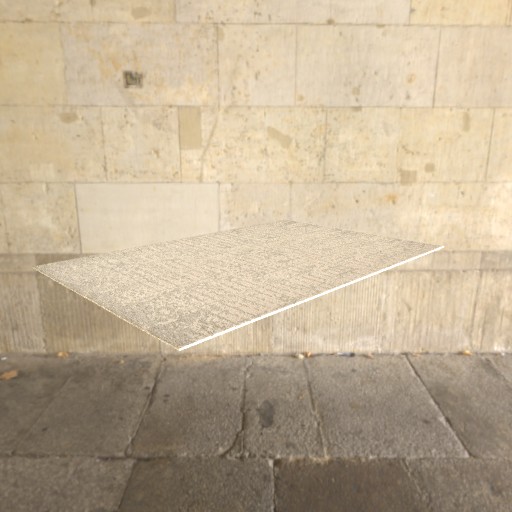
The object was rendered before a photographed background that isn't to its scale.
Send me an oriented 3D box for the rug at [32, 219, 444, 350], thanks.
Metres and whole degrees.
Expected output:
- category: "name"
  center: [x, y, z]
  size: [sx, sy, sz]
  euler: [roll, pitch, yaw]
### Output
- category: "rug"
  center: [0.000, 0.000, 2.328]
  size: [1.827, 0.007, 1.211]
  euler: [-14, 20, -43]
